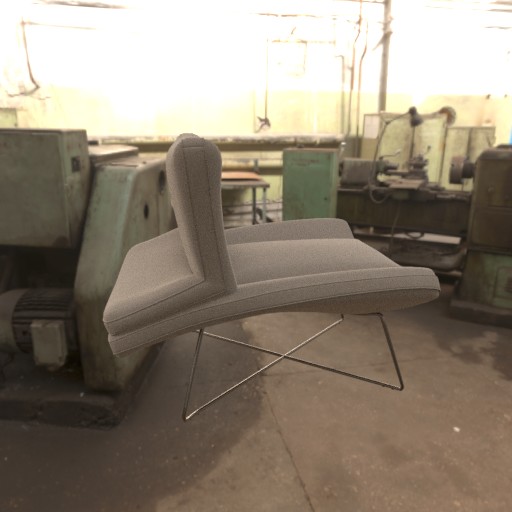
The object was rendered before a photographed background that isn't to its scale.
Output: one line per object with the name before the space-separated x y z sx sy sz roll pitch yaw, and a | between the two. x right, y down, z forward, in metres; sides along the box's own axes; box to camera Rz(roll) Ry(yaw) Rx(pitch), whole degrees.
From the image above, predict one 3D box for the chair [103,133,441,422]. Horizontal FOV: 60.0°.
chair | 0.000 0.000 1.615 1.008 0.855 0.859 -3 17 -9
